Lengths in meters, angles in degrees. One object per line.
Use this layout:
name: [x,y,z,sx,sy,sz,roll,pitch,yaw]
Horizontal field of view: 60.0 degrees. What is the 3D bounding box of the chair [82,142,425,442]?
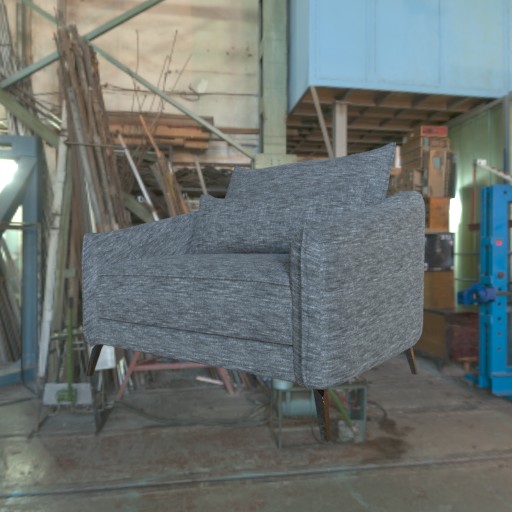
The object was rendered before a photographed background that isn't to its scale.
chair: [0.000,0.000,1.570,1.004,0.842,0.805,0,0,36]
